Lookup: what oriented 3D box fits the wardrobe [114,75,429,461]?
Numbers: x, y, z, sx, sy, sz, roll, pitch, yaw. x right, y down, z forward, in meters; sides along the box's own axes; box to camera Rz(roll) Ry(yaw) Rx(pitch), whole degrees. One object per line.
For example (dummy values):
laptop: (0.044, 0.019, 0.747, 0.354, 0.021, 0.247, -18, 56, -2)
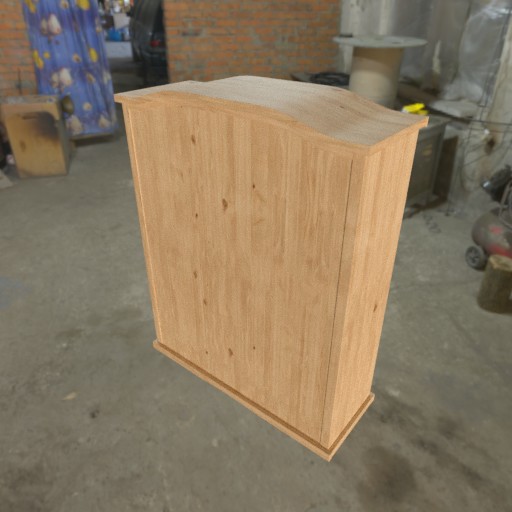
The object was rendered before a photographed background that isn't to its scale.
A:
wardrobe: (0.000, 0.000, 2.603, 1.500, 1.870, 0.570, 22, 37, 32)
